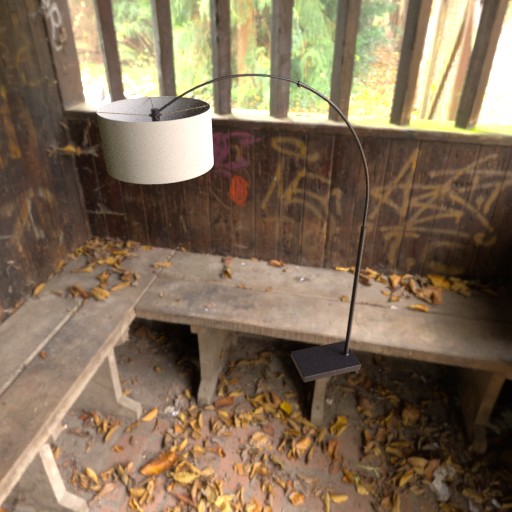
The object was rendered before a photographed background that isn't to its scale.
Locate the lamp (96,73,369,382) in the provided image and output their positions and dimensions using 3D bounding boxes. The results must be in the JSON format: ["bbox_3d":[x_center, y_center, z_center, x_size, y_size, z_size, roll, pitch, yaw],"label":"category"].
[{"bbox_3d":[0.000,0.000,2.500,1.424,1.927,0.493,-8,32,-14],"label":"lamp"}]
